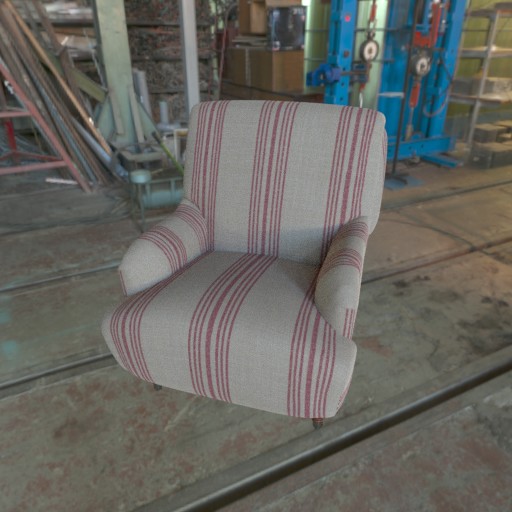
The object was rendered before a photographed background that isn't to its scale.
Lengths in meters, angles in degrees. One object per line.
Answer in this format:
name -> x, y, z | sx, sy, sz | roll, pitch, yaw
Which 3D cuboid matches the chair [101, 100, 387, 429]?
chair -> 0.000, 0.000, 1.848 | 0.933, 1.123, 1.058 | 8, 28, 15
